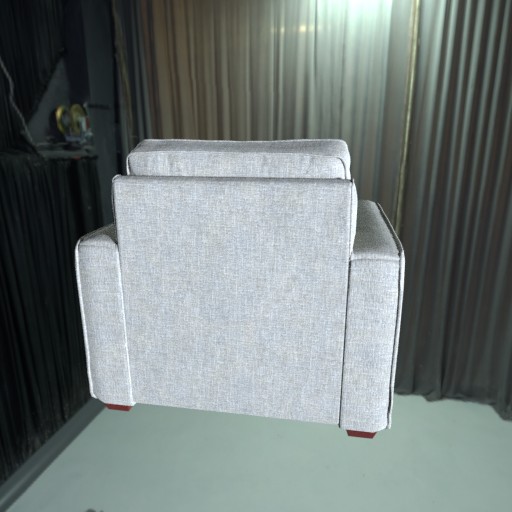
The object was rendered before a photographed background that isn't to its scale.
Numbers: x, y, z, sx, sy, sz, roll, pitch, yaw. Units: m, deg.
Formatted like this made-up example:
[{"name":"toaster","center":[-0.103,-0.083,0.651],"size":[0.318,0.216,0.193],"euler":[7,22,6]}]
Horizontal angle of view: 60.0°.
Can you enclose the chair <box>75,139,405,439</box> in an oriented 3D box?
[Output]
[{"name":"chair","center":[0.000,0.000,1.747],"size":[1.016,0.914,0.940],"euler":[3,17,9]}]
